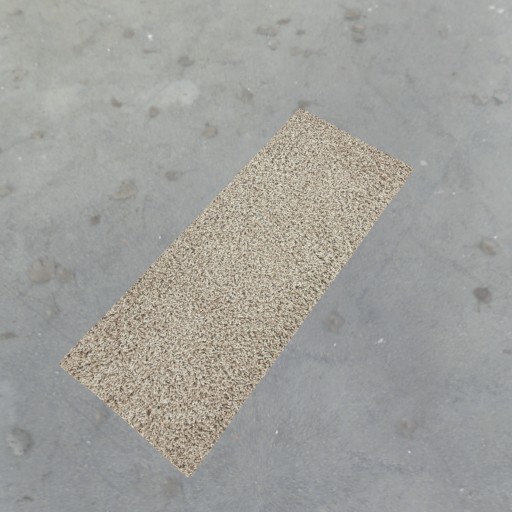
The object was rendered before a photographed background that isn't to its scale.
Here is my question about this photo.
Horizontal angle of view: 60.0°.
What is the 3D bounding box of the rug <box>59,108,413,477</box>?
[{"bbox_3d":[0.000,0.000,1.763,0.609,0.030,1.524,34,68,16],"label":"rug"}]
